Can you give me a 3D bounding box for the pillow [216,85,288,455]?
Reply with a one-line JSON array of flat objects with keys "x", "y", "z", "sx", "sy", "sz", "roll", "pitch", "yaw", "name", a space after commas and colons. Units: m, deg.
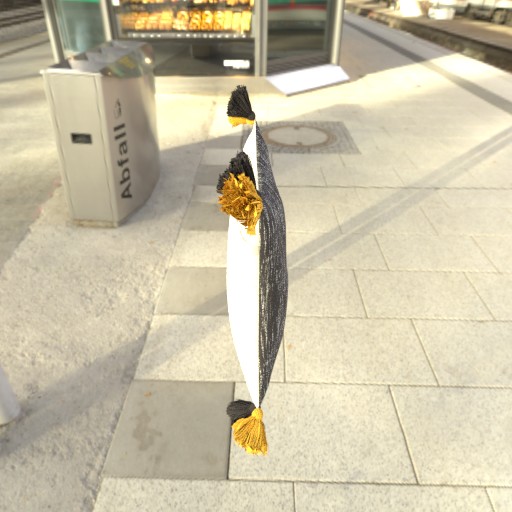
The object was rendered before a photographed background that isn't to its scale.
[{"x": 0.000, "y": 0.000, "z": 1.013, "sx": 0.139, "sy": 0.659, "sz": 0.654, "roll": -1, "pitch": 33, "yaw": -1, "name": "pillow"}]
